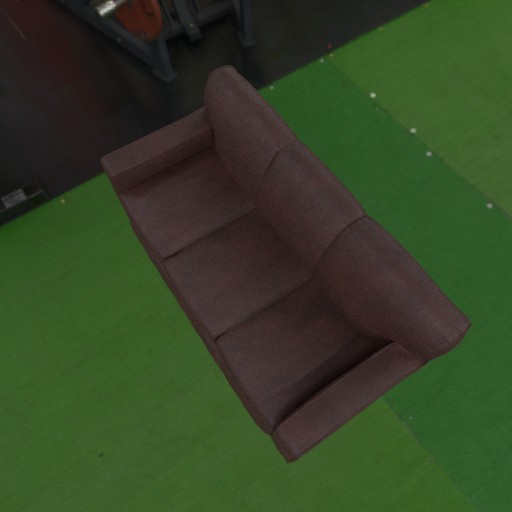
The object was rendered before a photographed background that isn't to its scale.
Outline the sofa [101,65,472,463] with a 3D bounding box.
[{"bbox_3d":[0.000,0.000,2.568,1.008,0.953,2.039,-31,68,-14],"label":"sofa"}]
